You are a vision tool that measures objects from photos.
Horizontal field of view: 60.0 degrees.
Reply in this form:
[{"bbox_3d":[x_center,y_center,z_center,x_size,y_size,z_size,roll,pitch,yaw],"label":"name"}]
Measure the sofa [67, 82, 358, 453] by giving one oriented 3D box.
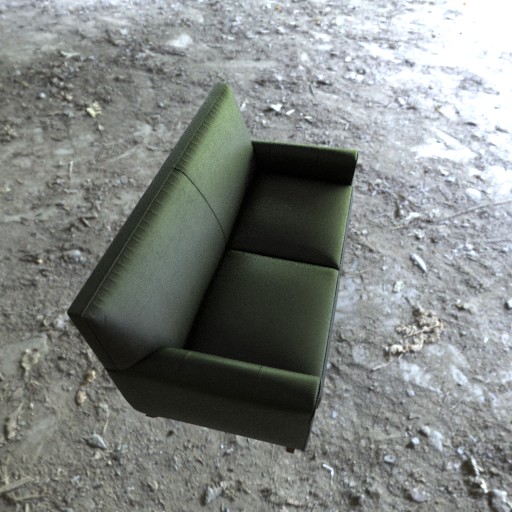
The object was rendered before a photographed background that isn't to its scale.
[{"bbox_3d":[0.000,0.000,2.024,0.787,0.871,1.473,10,48,9],"label":"sofa"}]
